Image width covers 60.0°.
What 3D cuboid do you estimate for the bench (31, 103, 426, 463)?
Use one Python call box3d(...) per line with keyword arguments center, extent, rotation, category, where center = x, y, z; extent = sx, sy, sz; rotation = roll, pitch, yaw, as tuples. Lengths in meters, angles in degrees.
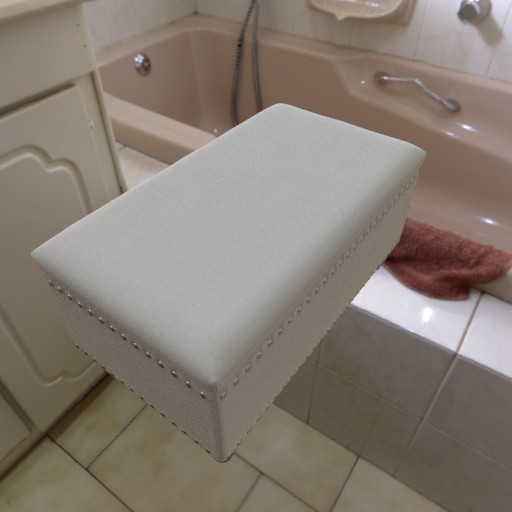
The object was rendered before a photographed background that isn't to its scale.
box3d(center=(0.000, 0.000, 1.186), extent=(0.500, 0.449, 0.887), rotation=(27, 50, 26), category="bench")
